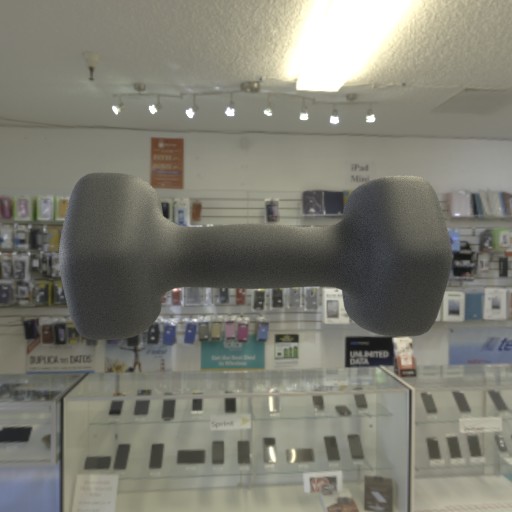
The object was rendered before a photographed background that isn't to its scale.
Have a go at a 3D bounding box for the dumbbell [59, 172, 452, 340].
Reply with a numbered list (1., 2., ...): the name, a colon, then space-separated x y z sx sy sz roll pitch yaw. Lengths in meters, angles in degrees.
1. dumbbell: 0.000 0.000 0.301 0.240 0.105 0.116 0 0 -3
